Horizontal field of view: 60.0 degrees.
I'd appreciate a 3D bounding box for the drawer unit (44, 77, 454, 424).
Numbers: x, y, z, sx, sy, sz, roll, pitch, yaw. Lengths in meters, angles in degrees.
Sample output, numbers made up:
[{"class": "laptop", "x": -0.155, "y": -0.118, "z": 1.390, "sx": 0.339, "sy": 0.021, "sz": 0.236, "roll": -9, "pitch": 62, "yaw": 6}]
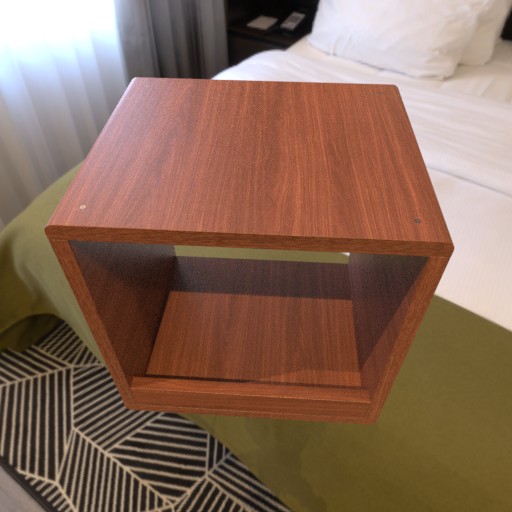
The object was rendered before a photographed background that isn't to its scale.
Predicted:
[{"class": "drawer unit", "x": 0.000, "y": 0.000, "z": 0.597, "sx": 0.349, "sy": 0.351, "sz": 0.290, "roll": 3, "pitch": 46, "yaw": 3}]
